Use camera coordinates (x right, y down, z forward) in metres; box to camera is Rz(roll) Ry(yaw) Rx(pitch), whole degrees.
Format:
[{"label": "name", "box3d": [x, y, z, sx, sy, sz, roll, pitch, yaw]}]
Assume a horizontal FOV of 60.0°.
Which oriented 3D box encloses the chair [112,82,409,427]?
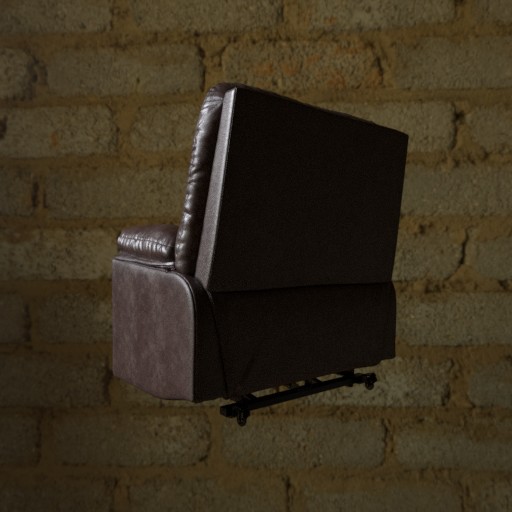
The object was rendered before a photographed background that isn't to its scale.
[{"label": "chair", "box3d": [0.000, 0.000, 1.751, 0.940, 1.041, 0.879, 0, 0, -37]}]
